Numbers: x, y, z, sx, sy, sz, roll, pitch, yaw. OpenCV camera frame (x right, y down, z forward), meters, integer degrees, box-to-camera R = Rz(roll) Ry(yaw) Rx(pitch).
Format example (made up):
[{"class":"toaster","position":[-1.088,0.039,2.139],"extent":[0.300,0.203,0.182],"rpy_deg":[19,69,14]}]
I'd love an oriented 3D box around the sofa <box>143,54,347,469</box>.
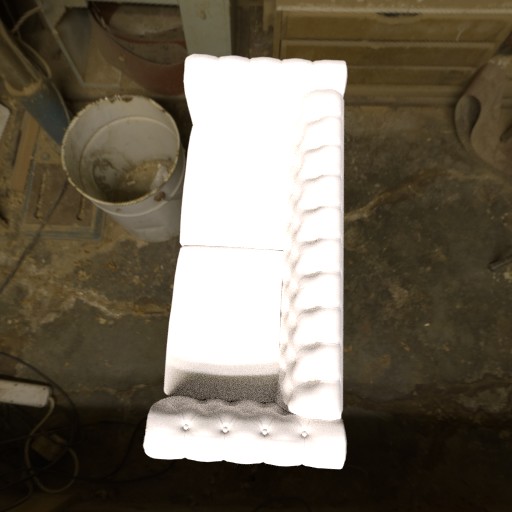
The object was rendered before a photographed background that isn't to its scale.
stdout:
[{"class":"sofa","position":[0.000,0.000,2.215],"extent":[0.771,0.796,1.798],"rpy_deg":[3,76,1]}]
